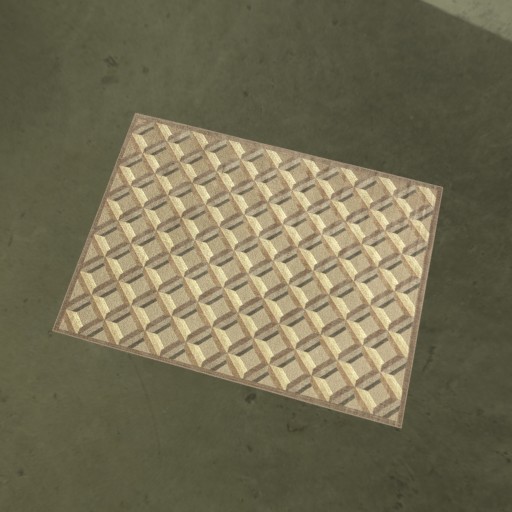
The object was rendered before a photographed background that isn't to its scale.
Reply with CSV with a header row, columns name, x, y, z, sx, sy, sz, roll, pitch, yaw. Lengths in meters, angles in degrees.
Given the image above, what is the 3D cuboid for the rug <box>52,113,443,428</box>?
name,x,y,z,sx,sy,sz,roll,pitch,yaw
rug,0.000,0.000,4.306,3.294,0.018,2.382,15,76,4
